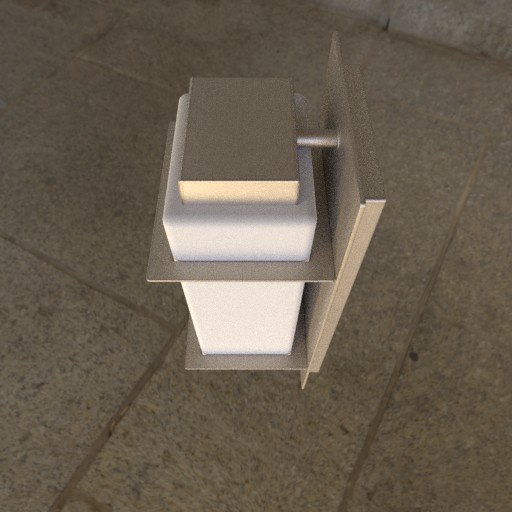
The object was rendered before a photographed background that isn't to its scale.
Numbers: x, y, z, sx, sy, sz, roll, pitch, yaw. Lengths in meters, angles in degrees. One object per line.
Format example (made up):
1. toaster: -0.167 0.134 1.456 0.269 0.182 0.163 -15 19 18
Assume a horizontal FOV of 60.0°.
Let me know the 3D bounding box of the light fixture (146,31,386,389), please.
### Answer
1. light fixture: 0.000 0.000 0.453 0.160 0.380 0.168 0 58 0
